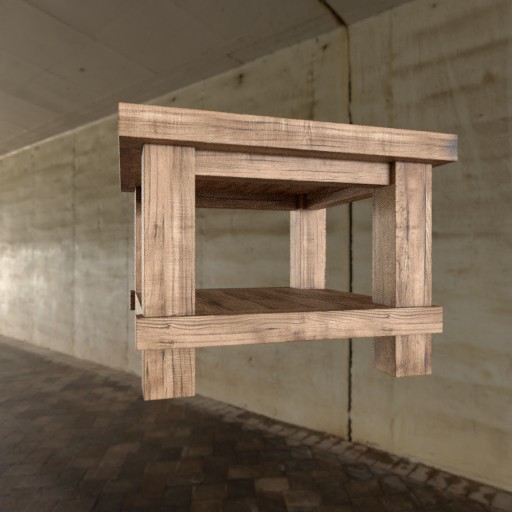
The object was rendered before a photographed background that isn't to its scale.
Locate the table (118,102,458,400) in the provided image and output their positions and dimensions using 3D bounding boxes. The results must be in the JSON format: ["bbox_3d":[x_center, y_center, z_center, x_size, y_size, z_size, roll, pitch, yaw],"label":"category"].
[{"bbox_3d":[0.000,0.000,1.036,0.610,0.457,0.610,0,0,-17],"label":"table"}]
